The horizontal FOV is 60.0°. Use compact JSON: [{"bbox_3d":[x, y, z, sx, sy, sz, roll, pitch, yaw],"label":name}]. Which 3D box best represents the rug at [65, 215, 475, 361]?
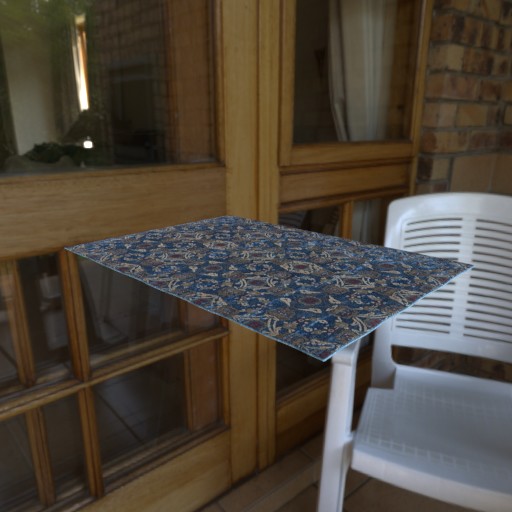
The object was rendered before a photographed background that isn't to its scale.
[{"bbox_3d":[0.000,0.000,2.899,2.207,0.014,1.567,16,23,42],"label":"rug"}]
